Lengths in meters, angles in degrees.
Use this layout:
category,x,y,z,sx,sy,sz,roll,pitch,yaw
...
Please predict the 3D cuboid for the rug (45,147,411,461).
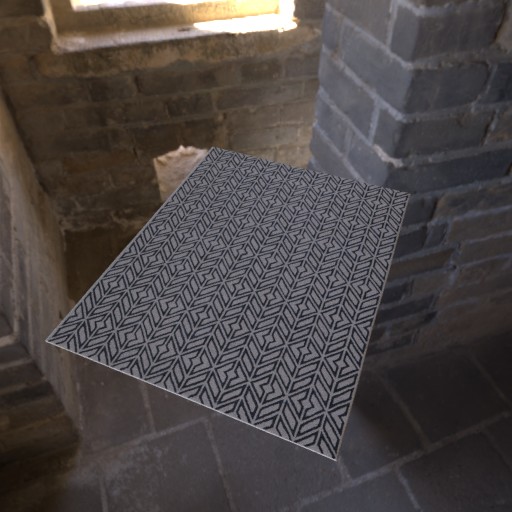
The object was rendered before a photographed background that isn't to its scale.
category,x,y,z,sx,sy,sz,roll,pitch,yaw
rug,0.000,0.000,4.222,2.421,0.008,3.045,17,49,15
